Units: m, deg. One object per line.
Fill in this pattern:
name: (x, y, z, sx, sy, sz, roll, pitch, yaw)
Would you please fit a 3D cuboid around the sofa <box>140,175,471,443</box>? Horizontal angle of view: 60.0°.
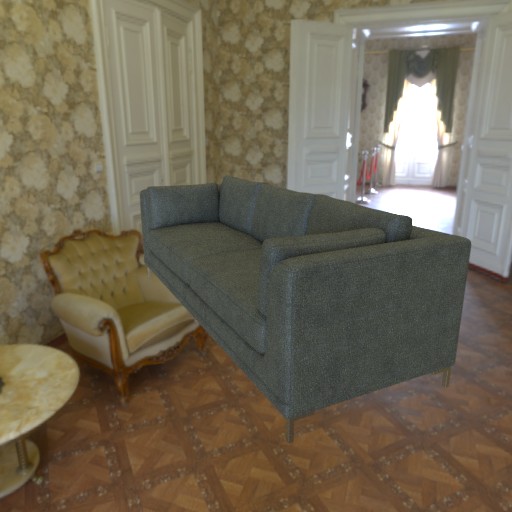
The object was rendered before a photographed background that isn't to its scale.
sofa: (0.000, 0.000, 2.902, 0.969, 0.867, 2.415, -8, 18, -26)
